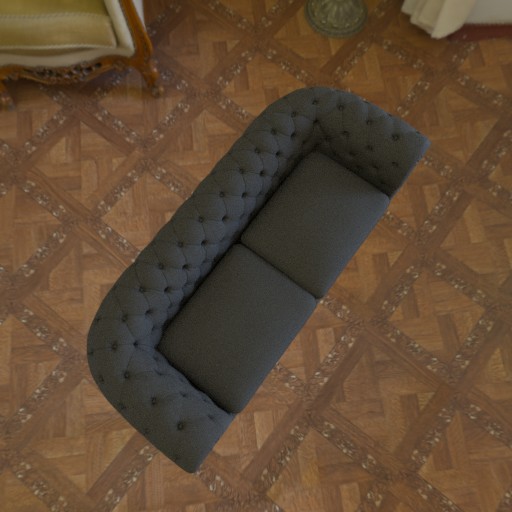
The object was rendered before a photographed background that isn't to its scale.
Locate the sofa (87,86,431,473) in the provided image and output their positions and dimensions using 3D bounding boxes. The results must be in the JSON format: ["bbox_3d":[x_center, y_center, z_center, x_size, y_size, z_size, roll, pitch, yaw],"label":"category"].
[{"bbox_3d":[0.000,0.000,2.806,0.991,0.762,2.362,36,77,9],"label":"sofa"}]
